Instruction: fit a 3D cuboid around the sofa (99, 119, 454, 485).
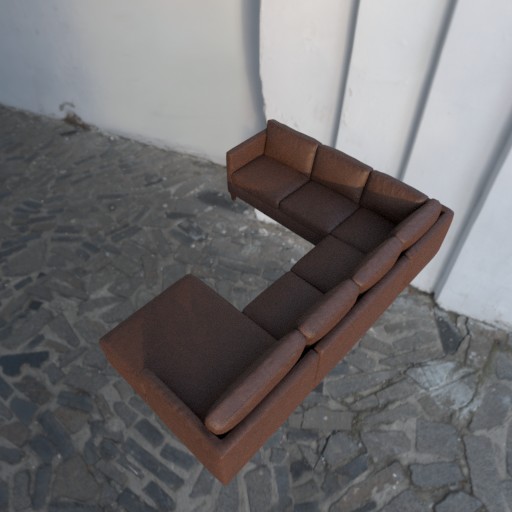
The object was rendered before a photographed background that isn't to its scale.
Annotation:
[{"bbox_3d":[0.000,0.000,4.602,2.593,0.923,3.460,35,56,28],"label":"sofa"}]
